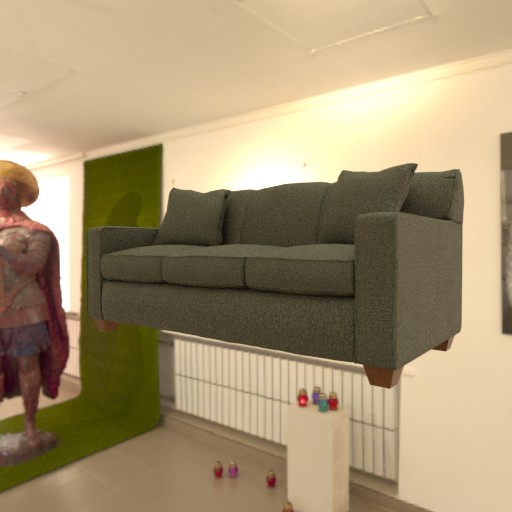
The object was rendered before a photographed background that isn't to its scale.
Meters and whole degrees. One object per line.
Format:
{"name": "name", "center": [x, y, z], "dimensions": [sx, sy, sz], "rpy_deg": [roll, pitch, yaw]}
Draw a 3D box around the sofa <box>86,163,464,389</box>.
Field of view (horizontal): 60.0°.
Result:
{"name": "sofa", "center": [0.000, 0.000, 2.549], "dimensions": [2.024, 0.958, 0.997], "rpy_deg": [1, 1, 38]}
